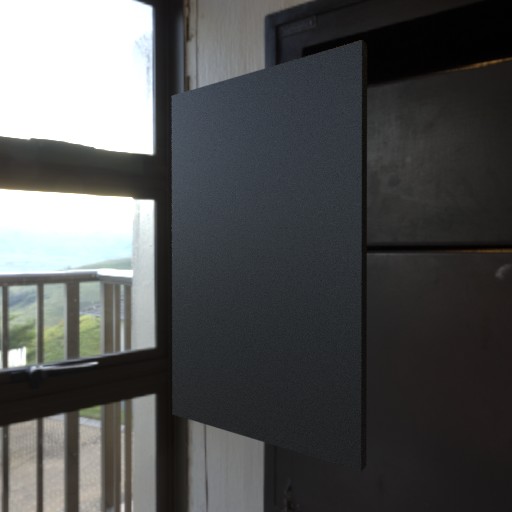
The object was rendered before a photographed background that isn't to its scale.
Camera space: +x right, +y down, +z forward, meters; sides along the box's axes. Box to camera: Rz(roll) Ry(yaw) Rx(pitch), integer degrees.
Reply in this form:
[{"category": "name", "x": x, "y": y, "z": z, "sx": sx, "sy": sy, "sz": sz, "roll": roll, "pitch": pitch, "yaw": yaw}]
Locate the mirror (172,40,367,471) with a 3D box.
[{"category": "mirror", "x": 0.000, "y": 0.000, "z": 1.489, "sx": 0.762, "sy": 1.219, "sz": 0.038, "roll": 0, "pitch": 1, "yaw": 36}]
